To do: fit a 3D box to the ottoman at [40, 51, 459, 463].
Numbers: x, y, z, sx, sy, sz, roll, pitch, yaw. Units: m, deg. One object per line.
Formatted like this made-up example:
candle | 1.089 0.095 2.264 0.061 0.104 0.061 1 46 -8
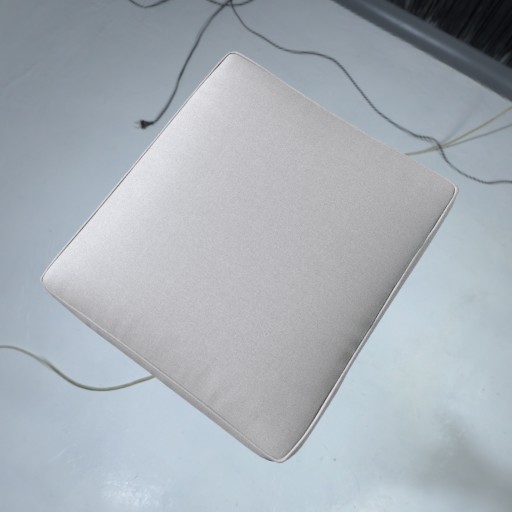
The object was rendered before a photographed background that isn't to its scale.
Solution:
ottoman | 0.000 0.000 1.119 0.662 0.505 0.721 34 78 8
